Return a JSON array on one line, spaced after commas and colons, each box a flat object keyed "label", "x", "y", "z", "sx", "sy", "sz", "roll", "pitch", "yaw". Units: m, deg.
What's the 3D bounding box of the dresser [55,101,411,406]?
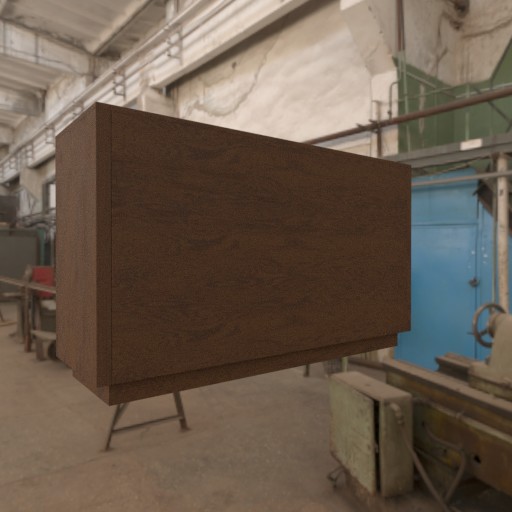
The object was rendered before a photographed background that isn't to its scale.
[{"label": "dresser", "x": 0.000, "y": 0.000, "z": 1.922, "sx": 1.523, "sy": 0.889, "sz": 0.512, "roll": 0, "pitch": 1, "yaw": -37}]
